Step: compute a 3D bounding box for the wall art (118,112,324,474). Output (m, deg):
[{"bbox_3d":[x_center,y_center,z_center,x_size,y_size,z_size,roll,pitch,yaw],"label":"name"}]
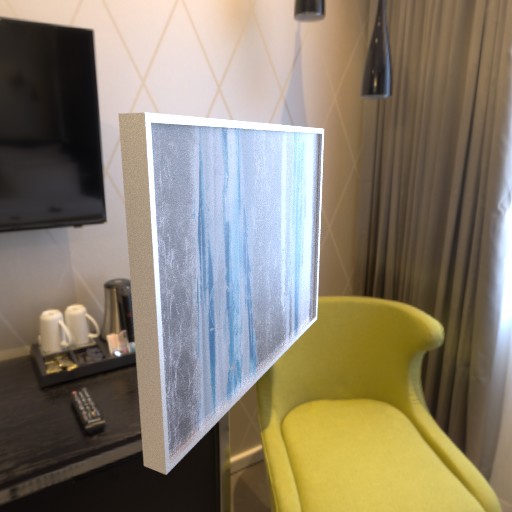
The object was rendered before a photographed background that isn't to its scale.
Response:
[{"bbox_3d":[0.000,0.000,1.402,0.066,0.801,1.056,7,16,26],"label":"wall art"}]
